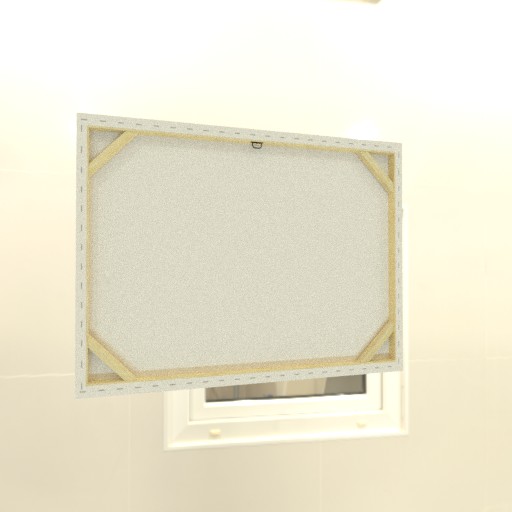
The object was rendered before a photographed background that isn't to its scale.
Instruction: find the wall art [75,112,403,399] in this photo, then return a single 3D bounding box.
[{"bbox_3d":[0.000,0.000,1.348,1.016,0.762,0.038,0,-1,-18],"label":"wall art"}]
